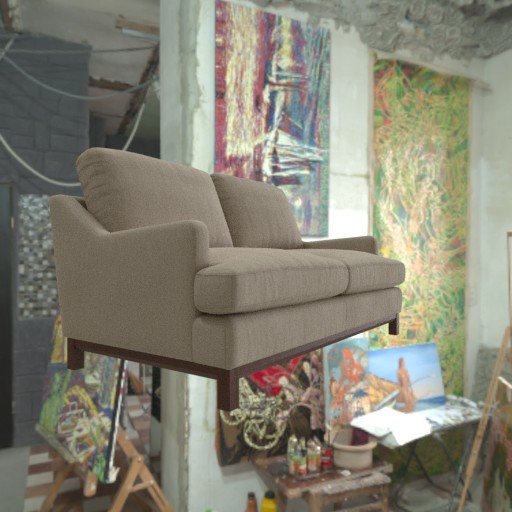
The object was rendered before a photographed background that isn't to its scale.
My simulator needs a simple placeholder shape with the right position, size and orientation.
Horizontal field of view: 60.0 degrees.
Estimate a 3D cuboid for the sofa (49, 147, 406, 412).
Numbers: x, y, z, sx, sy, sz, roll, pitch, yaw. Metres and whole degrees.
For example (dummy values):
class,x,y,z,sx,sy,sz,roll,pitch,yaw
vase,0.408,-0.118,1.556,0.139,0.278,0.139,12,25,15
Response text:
class,x,y,z,sx,sy,sz,roll,pitch,yaw
sofa,0.000,0.000,2.199,1.004,0.910,1.619,0,0,36
